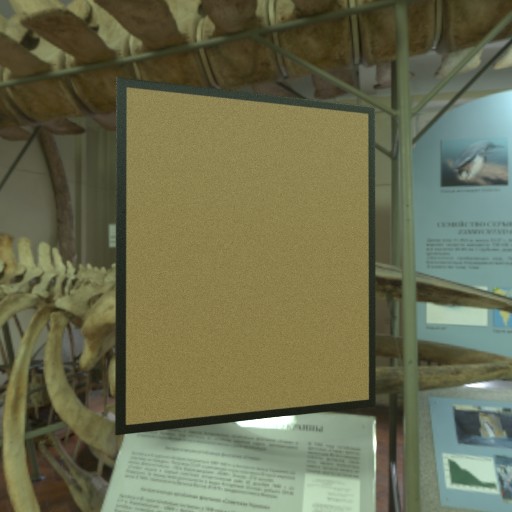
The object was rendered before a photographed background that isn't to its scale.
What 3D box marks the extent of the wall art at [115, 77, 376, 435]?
[{"bbox_3d":[0.000,0.000,0.797,0.481,0.582,0.018,0,-1,-17],"label":"wall art"}]
